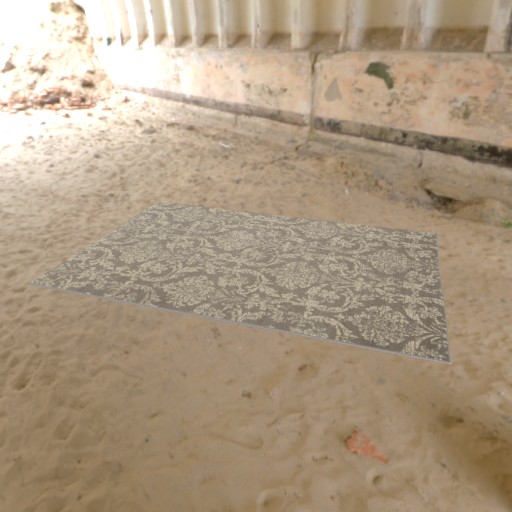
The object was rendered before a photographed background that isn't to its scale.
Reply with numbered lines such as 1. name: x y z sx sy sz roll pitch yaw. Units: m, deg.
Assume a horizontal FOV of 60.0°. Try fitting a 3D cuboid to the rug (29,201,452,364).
1. rug: 0.000 0.000 3.478 2.746 0.018 1.819 8 27 16
